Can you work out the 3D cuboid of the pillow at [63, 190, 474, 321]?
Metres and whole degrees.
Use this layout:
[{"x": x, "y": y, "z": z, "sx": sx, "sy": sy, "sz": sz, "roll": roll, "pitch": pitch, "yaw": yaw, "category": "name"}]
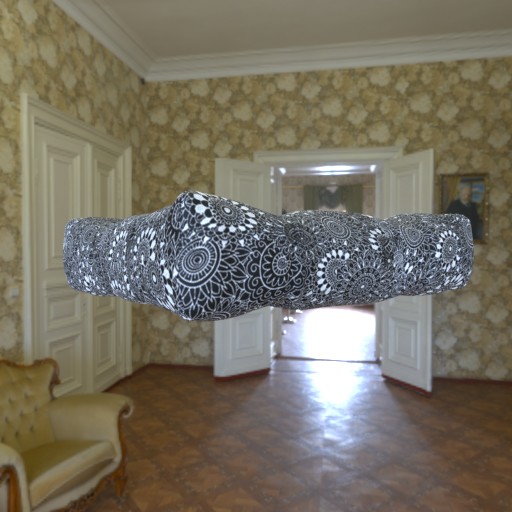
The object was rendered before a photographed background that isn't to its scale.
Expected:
[{"x": 0.000, "y": 0.000, "z": 0.696, "sx": 0.490, "sy": 0.128, "sz": 0.468, "roll": 0, "pitch": 0, "yaw": -36, "category": "pillow"}]
